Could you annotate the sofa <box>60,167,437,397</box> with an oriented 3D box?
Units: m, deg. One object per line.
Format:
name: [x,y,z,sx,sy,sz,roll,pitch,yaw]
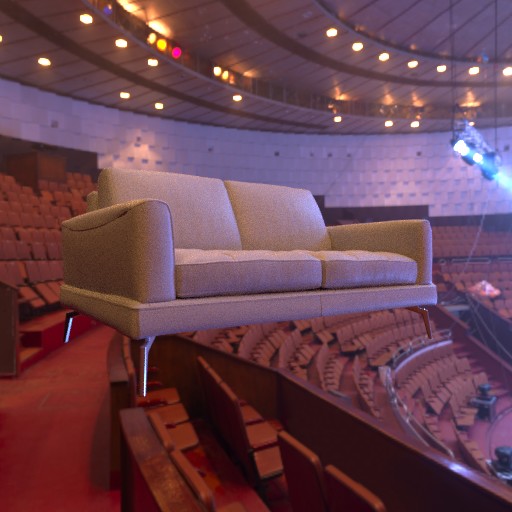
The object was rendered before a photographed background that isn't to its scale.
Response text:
sofa: [0.000,0.000,2.428,1.819,0.930,1.121,0,0,-36]
